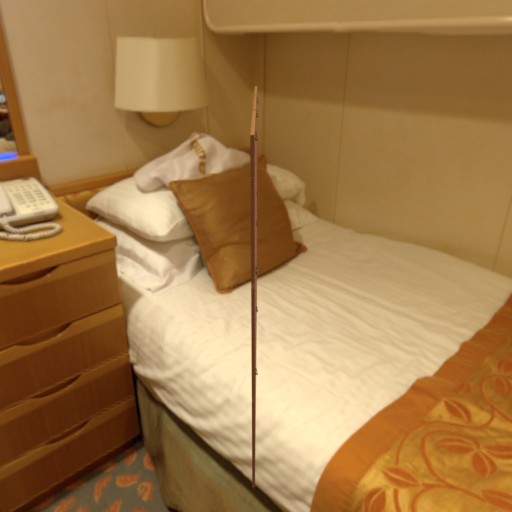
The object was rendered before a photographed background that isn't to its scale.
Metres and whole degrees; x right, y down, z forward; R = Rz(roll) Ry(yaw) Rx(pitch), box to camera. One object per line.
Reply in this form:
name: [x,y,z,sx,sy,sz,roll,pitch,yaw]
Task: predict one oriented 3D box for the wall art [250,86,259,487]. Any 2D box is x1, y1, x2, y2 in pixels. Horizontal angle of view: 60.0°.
wall art: [0.000,0.000,2.303,0.023,1.522,1.526,0,26,0]
